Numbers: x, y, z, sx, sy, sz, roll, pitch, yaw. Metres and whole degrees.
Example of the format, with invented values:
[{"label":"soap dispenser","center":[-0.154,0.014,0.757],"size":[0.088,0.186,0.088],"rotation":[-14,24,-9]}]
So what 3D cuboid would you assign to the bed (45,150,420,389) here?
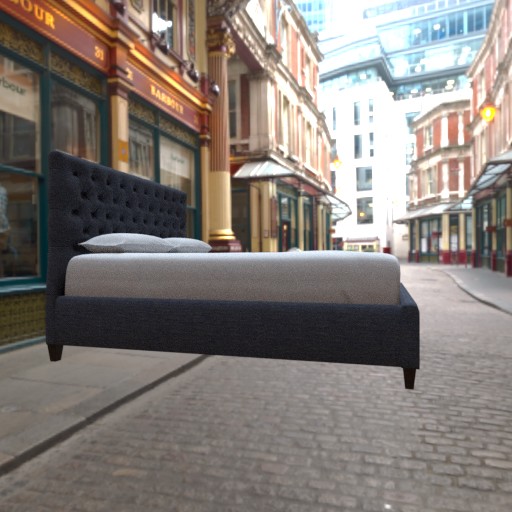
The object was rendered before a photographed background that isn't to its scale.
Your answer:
[{"label":"bed","center":[0.000,0.000,3.642],"size":[2.387,1.427,2.078],"rotation":[0,0,16]}]
